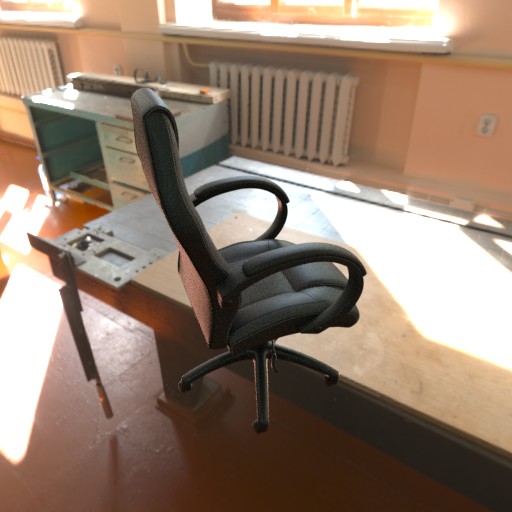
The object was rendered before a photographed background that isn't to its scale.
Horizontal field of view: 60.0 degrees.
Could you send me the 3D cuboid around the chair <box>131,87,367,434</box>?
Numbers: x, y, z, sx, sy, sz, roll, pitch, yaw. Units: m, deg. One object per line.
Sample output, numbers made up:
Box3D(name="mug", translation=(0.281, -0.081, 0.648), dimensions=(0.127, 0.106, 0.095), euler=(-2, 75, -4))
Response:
Box3D(name="chair", translation=(0.000, 0.000, 1.632), dimensions=(0.724, 1.187, 0.673), euler=(-11, 33, -17))
